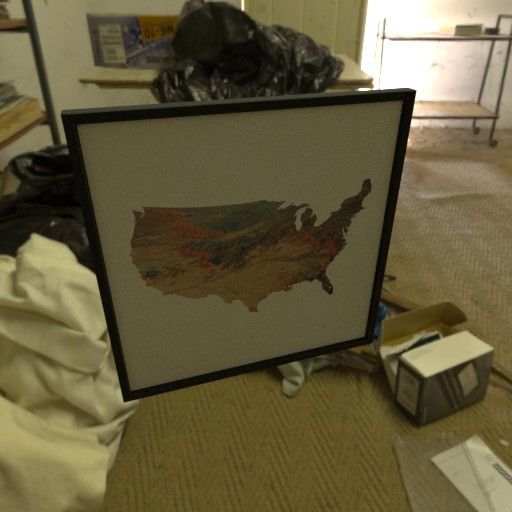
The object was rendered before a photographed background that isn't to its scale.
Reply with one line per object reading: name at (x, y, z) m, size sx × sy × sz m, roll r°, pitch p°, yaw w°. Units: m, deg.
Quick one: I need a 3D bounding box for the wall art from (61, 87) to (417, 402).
wall art at (0.000, 0.000, 0.446) m, size 0.304 × 0.303 × 0.015 m, roll -9°, pitch 32°, yaw -16°
